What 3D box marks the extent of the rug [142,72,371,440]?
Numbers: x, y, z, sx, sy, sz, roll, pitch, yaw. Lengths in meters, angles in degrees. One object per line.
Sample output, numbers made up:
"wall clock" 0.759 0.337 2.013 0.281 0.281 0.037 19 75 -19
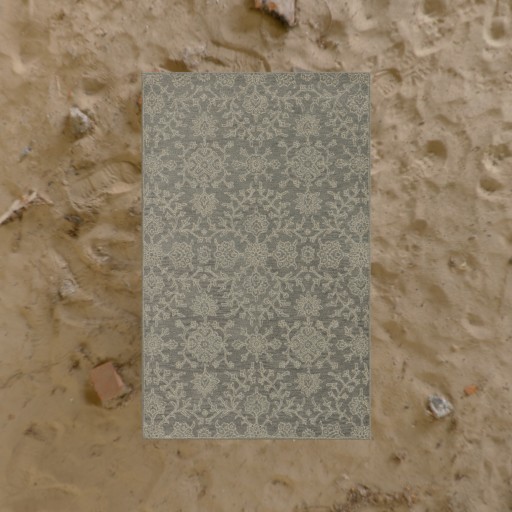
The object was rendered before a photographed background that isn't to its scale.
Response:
"rug" 0.000 0.000 2.931 1.515 0.010 2.430 0 90 0
